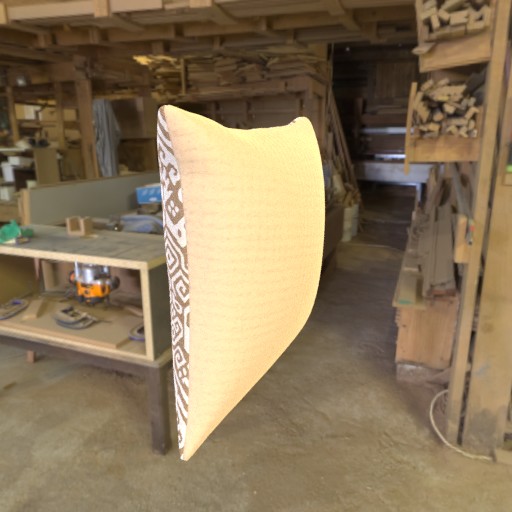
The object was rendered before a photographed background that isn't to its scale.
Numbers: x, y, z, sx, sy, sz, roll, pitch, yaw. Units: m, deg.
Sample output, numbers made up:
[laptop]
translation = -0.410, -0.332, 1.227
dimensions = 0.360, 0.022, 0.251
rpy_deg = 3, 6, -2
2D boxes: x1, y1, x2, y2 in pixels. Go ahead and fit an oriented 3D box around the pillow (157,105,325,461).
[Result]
[pillow]
translation = 0.000, 0.000, 0.661
dimensions = 0.173, 0.407, 0.419
rpy_deg = 7, 17, 24
